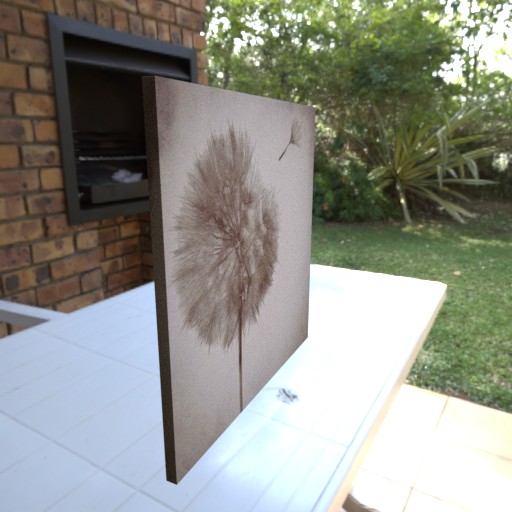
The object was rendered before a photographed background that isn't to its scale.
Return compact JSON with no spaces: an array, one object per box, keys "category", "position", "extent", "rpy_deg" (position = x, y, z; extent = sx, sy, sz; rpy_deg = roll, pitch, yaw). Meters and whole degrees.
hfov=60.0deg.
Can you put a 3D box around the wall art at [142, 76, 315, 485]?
[{"category":"wall art","position":[0.000,0.000,1.122],"extent":[0.027,0.762,0.762],"rpy_deg":[7,16,25]}]
